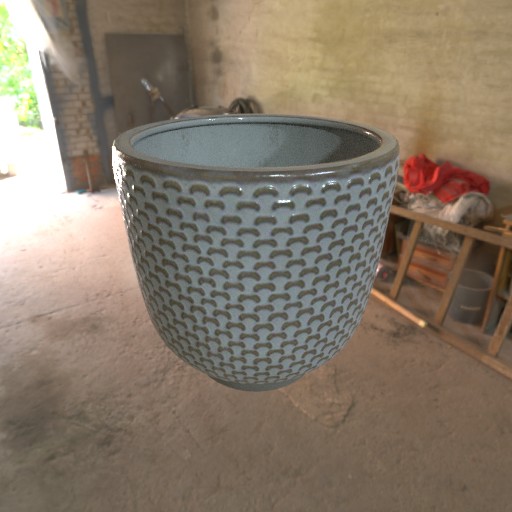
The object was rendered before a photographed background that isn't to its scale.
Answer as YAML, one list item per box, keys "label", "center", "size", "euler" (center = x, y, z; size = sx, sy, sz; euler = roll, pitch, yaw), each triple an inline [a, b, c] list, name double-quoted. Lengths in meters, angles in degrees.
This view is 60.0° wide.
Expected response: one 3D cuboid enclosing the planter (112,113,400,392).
- label: "planter"
  center: [0.000, 0.000, 0.353]
  size: [0.197, 0.191, 0.197]
  euler: [0, 26, 0]
